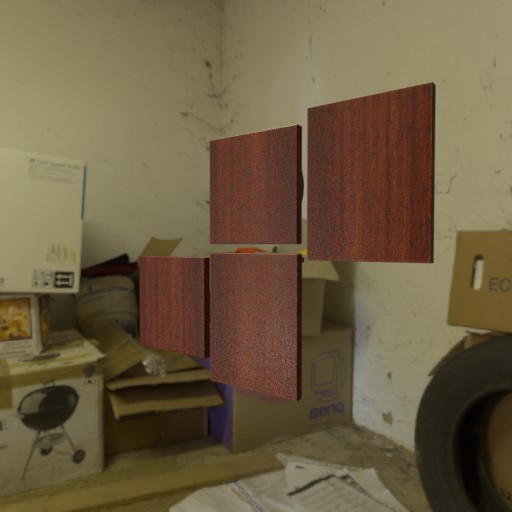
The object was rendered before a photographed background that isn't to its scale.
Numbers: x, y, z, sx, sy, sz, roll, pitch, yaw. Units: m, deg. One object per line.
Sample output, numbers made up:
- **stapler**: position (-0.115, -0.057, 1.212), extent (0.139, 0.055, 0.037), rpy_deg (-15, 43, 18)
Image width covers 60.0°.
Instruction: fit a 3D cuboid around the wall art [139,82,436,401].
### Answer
- **wall art**: position (0.000, 0.000, 0.825), extent (0.635, 0.497, 0.030), rpy_deg (1, 2, 37)
